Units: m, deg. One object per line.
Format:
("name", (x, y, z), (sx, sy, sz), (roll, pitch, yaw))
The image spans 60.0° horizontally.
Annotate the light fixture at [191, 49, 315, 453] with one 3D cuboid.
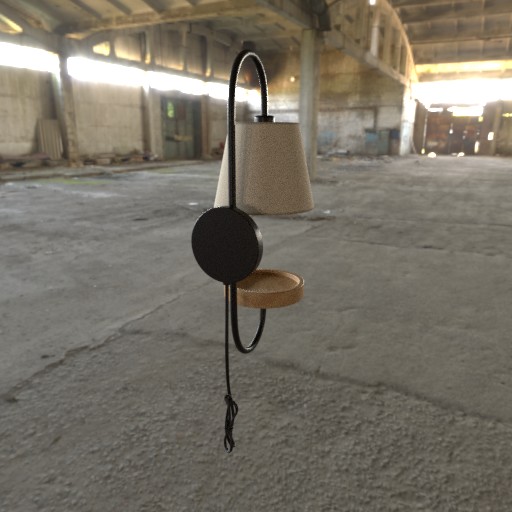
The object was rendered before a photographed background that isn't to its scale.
("light fixture", (0.000, 0.000, 0.967), (0.220, 0.821, 0.299), (7, 17, 25))
